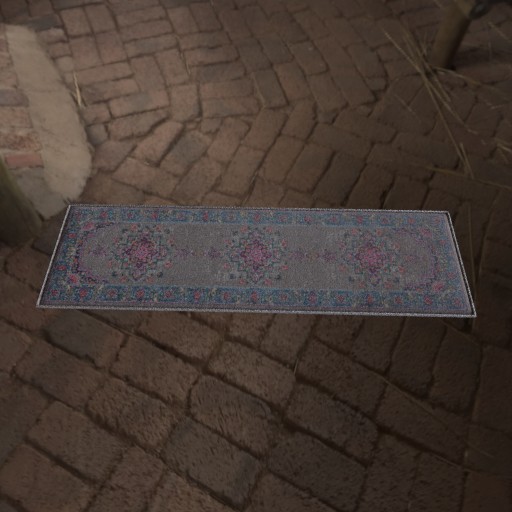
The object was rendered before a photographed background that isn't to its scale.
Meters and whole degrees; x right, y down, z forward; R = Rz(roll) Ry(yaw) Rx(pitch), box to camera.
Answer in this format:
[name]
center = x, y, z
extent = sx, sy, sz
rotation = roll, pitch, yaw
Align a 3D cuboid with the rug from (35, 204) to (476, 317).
[rug]
center = 0.000, 0.000, 1.980
extent = 1.827, 0.012, 0.553
rotation = 1, 57, 1
